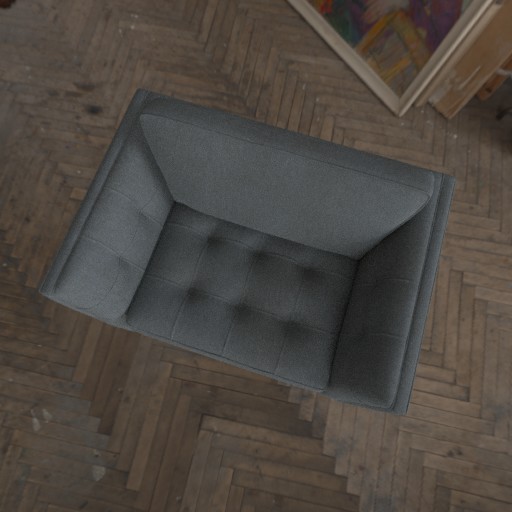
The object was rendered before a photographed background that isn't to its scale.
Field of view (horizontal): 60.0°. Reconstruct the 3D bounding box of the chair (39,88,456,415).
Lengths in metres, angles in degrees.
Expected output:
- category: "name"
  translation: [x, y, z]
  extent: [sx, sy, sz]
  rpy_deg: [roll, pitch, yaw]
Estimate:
- category: "chair"
  translation: [0.000, 0.000, 2.002]
  extent: [1.396, 0.942, 0.965]
  rpy_deg: [17, 73, 5]
